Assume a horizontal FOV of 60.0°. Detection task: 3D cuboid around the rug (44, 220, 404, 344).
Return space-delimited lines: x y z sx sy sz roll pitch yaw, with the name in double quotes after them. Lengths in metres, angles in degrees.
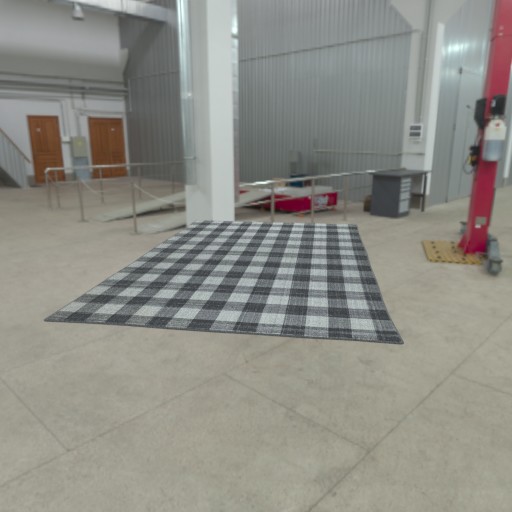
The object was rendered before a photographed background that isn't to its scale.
0.000 0.000 3.042 1.554 0.011 2.476 2 15 8 "rug"
